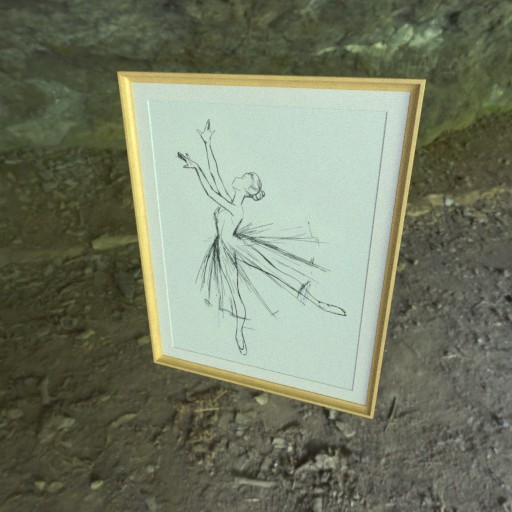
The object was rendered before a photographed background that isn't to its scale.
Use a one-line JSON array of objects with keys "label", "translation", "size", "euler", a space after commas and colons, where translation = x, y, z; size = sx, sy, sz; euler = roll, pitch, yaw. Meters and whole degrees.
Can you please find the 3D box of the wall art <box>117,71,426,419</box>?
[{"label": "wall art", "translation": [0.000, 0.000, 1.320], "size": [0.798, 1.002, 0.030], "euler": [9, 27, 18]}]
